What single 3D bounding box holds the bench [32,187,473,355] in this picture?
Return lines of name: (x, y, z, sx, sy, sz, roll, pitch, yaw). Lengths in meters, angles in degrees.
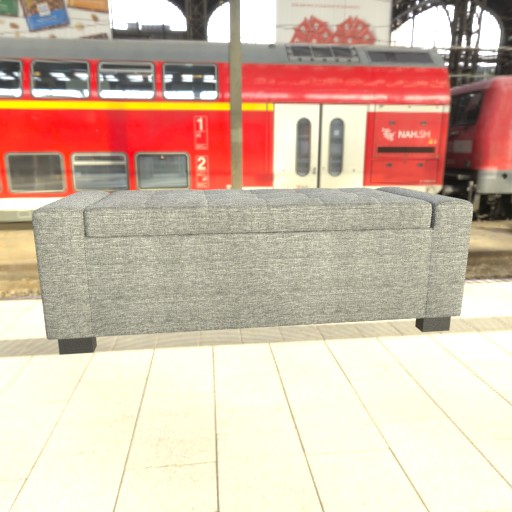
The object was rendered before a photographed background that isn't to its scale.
bench: (0.000, 0.000, 1.562, 1.296, 0.445, 0.508, -2, 14, -8)
